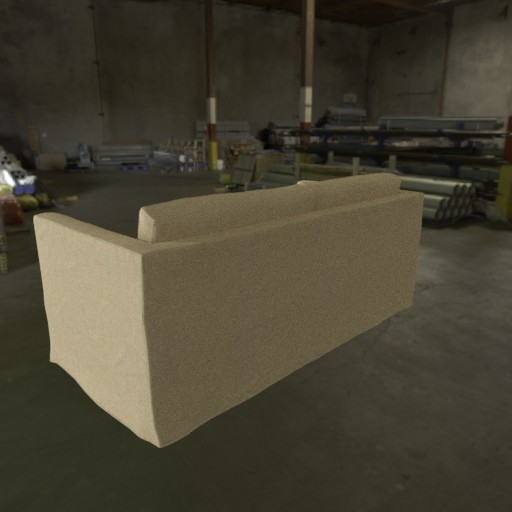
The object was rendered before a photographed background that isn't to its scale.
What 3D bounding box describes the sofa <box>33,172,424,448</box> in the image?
[{"bbox_3d":[0.000,0.000,2.393,1.959,0.835,0.962,-15,22,-43],"label":"sofa"}]
